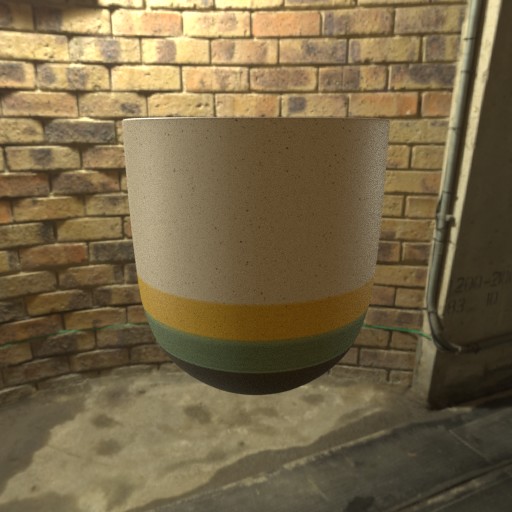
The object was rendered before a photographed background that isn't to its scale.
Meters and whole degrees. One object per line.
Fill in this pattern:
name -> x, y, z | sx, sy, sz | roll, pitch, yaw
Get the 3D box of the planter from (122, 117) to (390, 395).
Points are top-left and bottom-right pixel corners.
planter -> 0.000, 0.000, 0.365 | 0.195, 0.214, 0.195 | 0, 16, 0
